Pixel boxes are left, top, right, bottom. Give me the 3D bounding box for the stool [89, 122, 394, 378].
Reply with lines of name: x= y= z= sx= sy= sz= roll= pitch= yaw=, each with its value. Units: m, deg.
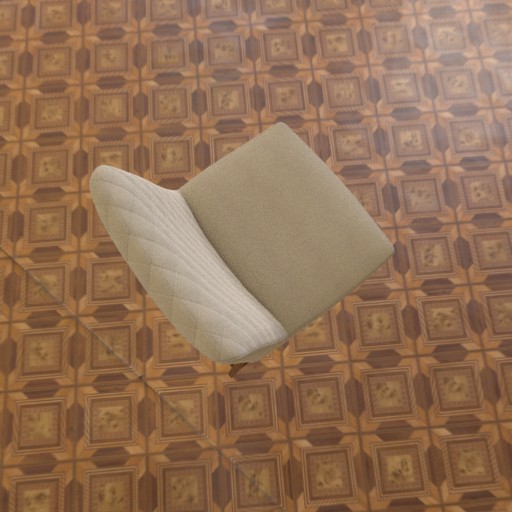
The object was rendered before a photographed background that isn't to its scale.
stool: x=0.000 y=0.000 z=1.305 sx=0.576 sy=0.973 sz=0.507 roll=-36 pitch=78 yaw=-9
